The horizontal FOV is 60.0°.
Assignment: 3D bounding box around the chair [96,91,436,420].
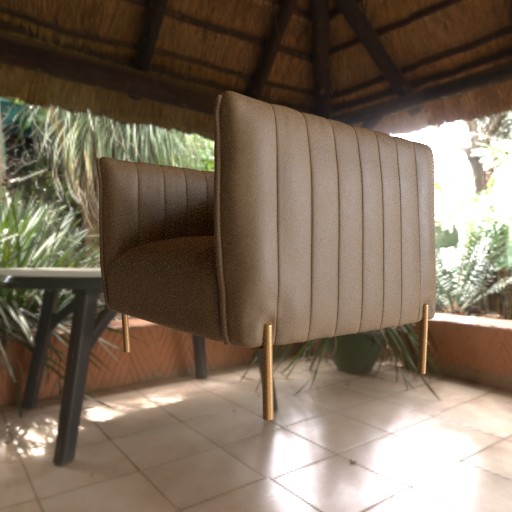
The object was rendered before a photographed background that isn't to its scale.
[{"bbox_3d":[0.000,0.000,1.612,0.876,0.779,0.981,0,0,-37],"label":"chair"}]
